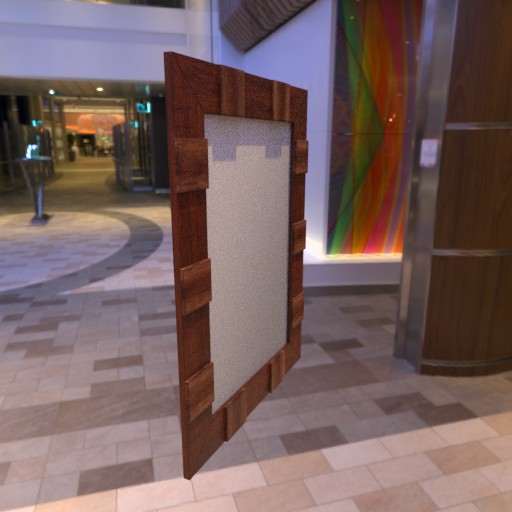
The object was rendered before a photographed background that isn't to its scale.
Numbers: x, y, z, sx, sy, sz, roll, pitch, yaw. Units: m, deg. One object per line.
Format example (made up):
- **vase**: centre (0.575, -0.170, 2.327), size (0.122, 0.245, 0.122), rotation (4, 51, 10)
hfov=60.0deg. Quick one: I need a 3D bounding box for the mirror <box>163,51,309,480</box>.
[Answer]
- **mirror**: centre (0.000, 0.000, 1.060), size (0.021, 0.805, 0.600), rotation (7, 16, 27)
